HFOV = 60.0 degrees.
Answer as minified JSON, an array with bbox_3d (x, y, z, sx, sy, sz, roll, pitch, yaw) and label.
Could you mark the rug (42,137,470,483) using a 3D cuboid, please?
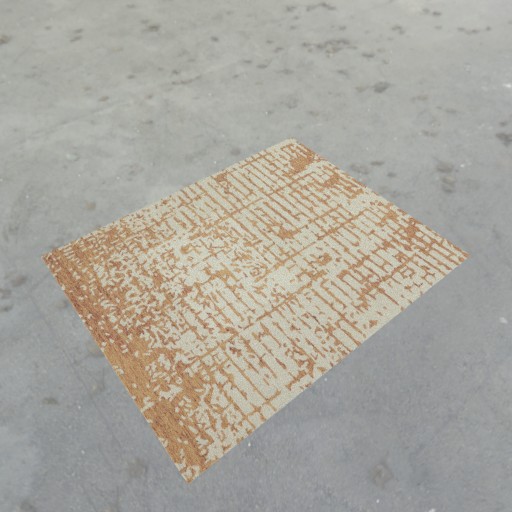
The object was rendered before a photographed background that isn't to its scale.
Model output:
[{"bbox_3d":[0.000,0.000,4.032,3.050,0.011,2.441,-31,55,-25],"label":"rug"}]
